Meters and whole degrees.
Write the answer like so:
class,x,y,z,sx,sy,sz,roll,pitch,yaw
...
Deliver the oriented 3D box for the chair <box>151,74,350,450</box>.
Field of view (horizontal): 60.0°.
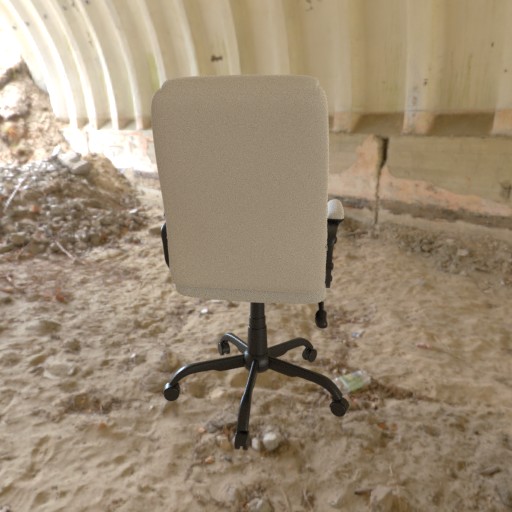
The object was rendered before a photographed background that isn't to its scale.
class,x,y,z,sx,sy,sz,roll,pitch,yaw
chair,0.000,0.000,1.475,0.663,1.065,0.669,2,16,8
